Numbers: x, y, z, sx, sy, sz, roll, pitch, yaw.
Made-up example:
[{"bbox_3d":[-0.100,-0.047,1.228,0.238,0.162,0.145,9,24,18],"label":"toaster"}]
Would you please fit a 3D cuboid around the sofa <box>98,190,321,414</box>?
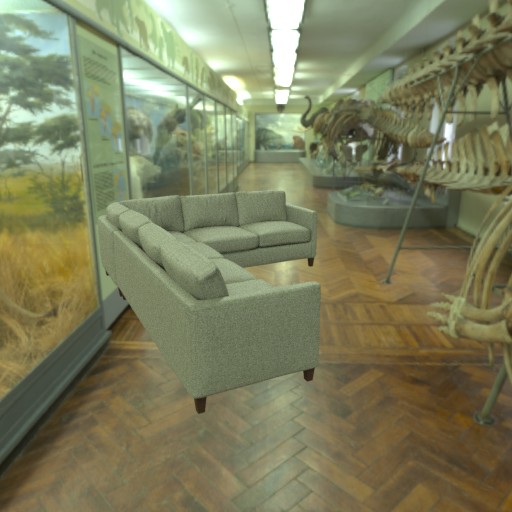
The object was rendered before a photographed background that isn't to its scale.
[{"bbox_3d":[0.000,0.000,4.509,2.593,0.947,3.302,-8,17,-27],"label":"sofa"}]
